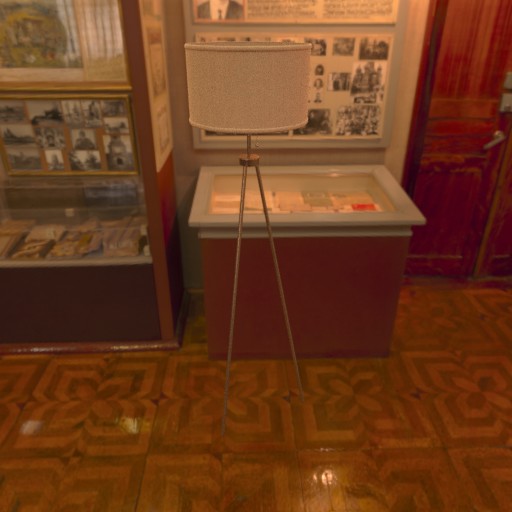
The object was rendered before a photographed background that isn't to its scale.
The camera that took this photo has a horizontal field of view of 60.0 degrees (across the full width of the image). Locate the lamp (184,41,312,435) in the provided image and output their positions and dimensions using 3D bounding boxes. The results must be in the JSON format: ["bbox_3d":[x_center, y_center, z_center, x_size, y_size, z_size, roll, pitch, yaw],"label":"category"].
[{"bbox_3d":[0.000,0.000,1.786,0.460,1.545,0.449,0,27,0],"label":"lamp"}]
